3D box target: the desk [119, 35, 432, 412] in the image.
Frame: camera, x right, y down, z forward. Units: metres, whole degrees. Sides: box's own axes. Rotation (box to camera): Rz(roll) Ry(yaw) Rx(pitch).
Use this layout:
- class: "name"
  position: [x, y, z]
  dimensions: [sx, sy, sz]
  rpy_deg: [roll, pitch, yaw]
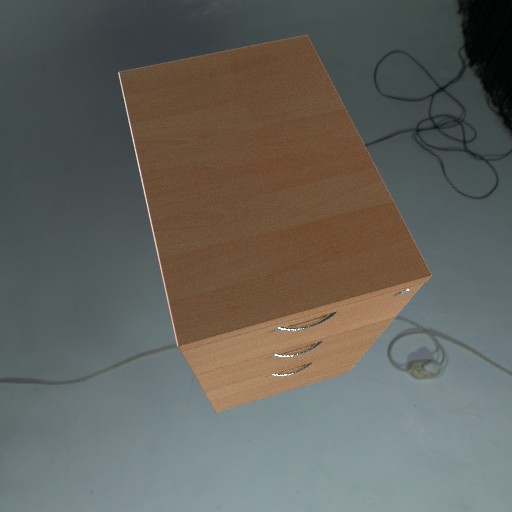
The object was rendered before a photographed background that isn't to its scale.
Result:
- class: "desk"
  position: [0.000, 0.000, 1.115]
  dimensions: [0.404, 0.730, 0.600]
  rpy_deg: [-15, 64, -7]
